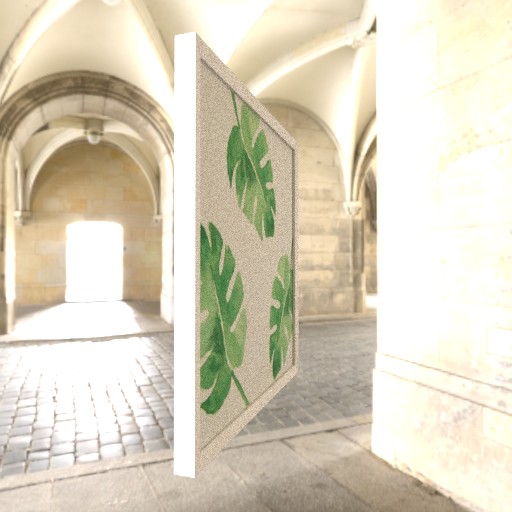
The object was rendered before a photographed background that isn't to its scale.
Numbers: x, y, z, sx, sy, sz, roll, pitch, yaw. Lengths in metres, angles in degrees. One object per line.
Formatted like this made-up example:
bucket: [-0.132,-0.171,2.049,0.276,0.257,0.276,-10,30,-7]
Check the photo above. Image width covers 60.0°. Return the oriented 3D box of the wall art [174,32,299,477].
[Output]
wall art: [0.000,0.000,1.123,0.040,0.762,0.762,0,-1,19]
